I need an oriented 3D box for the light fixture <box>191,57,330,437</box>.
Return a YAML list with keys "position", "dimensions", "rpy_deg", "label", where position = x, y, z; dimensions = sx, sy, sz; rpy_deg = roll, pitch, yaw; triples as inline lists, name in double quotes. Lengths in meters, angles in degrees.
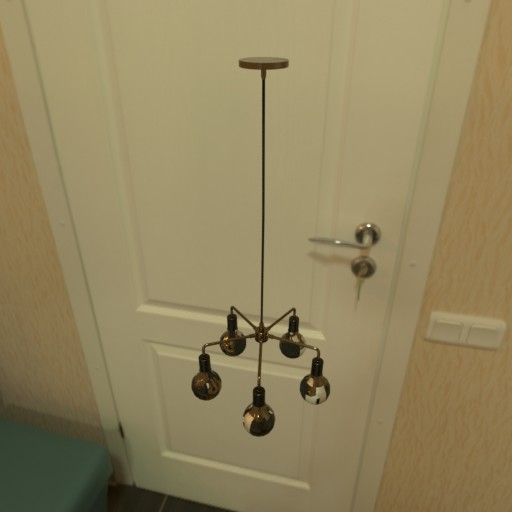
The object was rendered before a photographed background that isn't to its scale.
- position: [0.000, 0.000, 1.214]
  dimensions: [0.421, 0.988, 0.438]
  rpy_deg: [-8, 31, -13]
  label: "light fixture"
